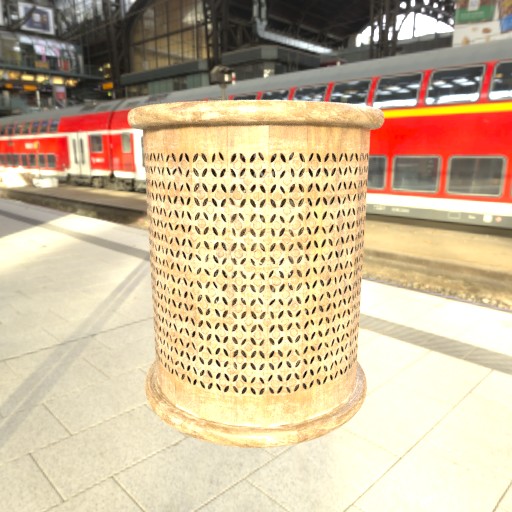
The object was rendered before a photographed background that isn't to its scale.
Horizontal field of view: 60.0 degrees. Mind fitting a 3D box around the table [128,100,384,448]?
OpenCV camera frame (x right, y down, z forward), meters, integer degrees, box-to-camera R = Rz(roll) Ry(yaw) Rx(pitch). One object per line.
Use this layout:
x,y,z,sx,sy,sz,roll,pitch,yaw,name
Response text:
0.000,0.000,0.783,0.407,0.482,0.407,0,13,0,table
